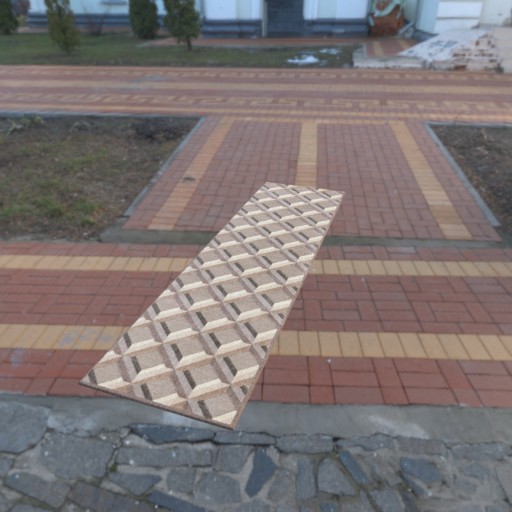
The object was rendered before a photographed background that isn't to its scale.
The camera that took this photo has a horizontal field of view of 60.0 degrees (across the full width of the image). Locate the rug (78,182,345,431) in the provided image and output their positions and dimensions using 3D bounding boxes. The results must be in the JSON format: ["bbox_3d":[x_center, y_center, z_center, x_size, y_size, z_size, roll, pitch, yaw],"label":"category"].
[{"bbox_3d":[0.000,0.000,2.698,0.685,0.013,2.437,10,31,17],"label":"rug"}]
